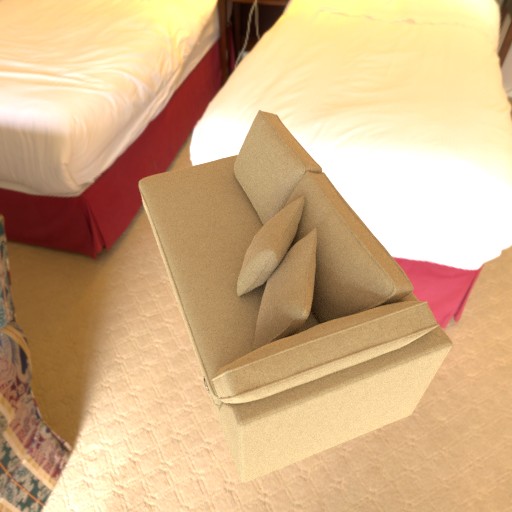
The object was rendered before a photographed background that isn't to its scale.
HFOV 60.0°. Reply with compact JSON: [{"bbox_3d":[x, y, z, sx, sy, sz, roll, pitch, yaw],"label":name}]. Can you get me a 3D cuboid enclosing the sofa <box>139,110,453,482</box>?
[{"bbox_3d":[0.000,0.000,2.823,1.110,1.033,2.237,-16,49,-15],"label":"sofa"}]
